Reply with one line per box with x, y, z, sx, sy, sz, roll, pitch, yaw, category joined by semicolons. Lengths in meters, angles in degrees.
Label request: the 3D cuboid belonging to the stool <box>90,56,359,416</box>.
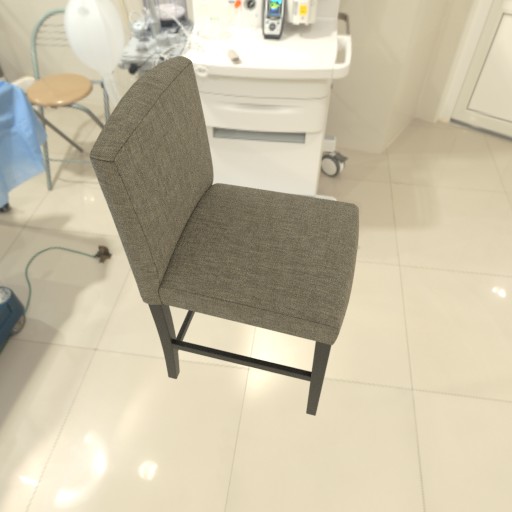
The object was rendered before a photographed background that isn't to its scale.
0.000;0.000;1.265;0.552;0.966;0.451;11;49;10;stool
